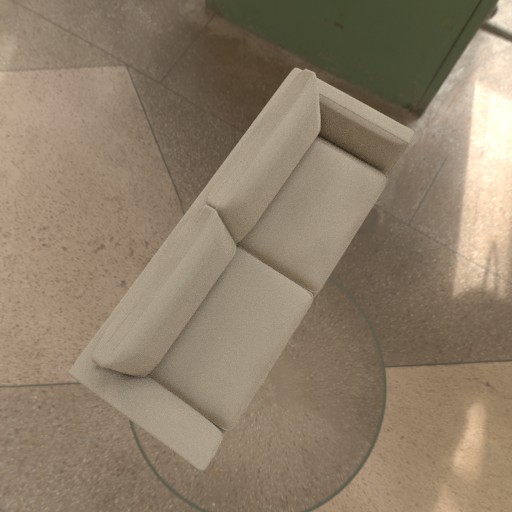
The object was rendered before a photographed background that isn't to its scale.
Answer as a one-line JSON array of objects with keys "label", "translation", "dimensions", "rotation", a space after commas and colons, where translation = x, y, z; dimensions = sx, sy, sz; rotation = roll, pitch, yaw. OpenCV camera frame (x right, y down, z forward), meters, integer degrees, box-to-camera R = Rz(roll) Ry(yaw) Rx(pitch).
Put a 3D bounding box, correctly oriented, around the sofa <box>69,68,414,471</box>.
[{"label": "sofa", "translation": [0.000, 0.000, 2.670], "dimensions": [0.868, 1.005, 2.214], "rotation": [32, 77, 8]}]
